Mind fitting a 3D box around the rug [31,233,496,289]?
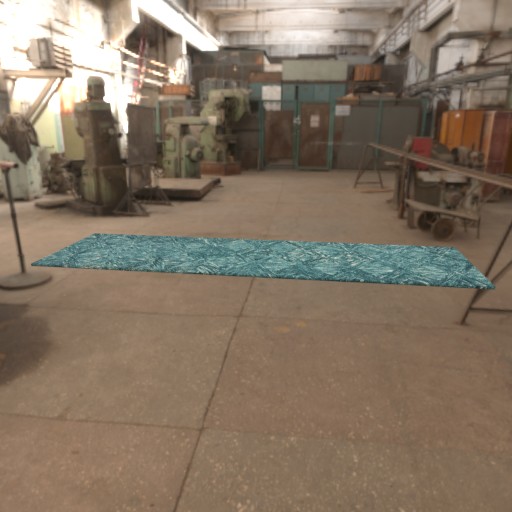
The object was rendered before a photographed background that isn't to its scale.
[{"bbox_3d":[0.000,0.000,2.475,2.286,0.016,0.676,3,17,8],"label":"rug"}]
